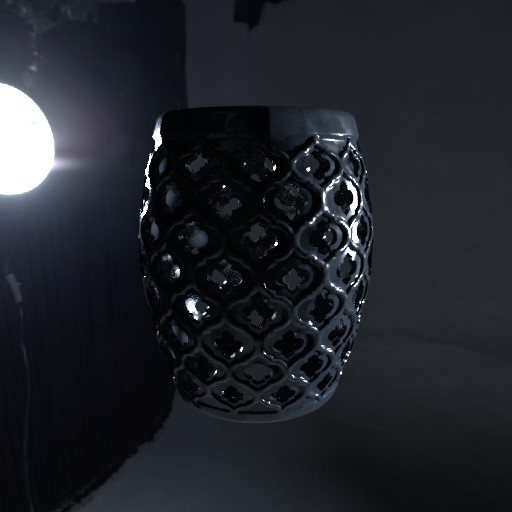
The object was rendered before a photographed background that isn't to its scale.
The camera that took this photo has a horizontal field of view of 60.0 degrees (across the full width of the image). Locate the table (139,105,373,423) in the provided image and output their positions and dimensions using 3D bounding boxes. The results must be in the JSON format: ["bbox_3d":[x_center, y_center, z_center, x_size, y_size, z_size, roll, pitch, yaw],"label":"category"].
[{"bbox_3d":[0.000,0.000,0.640,0.325,0.388,0.325,0,13,0],"label":"table"}]
